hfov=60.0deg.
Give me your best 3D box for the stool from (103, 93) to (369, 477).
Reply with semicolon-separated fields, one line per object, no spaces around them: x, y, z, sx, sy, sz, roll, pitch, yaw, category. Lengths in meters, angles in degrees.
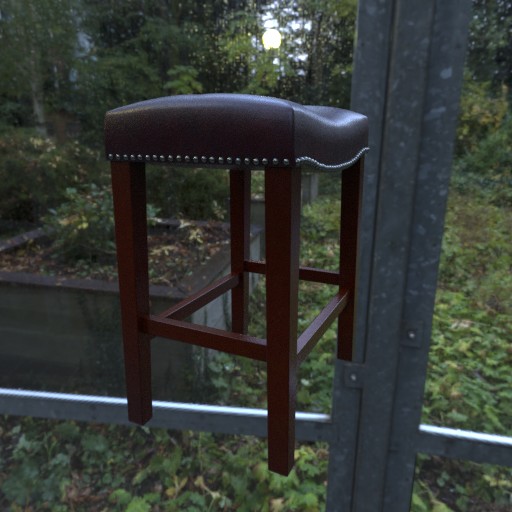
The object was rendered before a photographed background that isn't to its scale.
0.000;0.000;0.995;0.372;0.657;0.504;7;17;25;stool
